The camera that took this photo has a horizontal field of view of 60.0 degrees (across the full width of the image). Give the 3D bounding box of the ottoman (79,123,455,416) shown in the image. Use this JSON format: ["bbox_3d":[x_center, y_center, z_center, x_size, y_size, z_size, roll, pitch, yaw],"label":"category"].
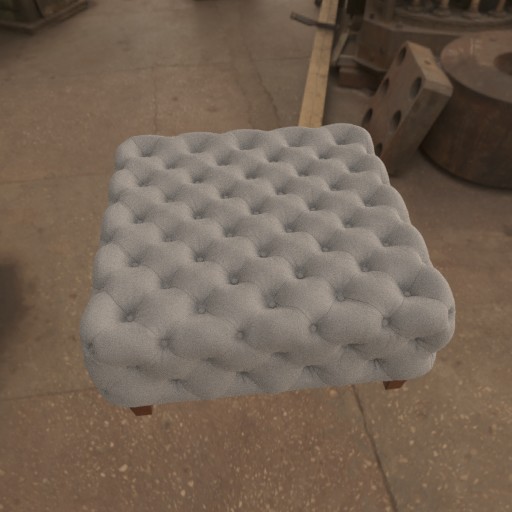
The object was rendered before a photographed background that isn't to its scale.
[{"bbox_3d":[0.000,0.000,1.419,0.911,0.439,0.917,-5,46,-4],"label":"ottoman"}]
